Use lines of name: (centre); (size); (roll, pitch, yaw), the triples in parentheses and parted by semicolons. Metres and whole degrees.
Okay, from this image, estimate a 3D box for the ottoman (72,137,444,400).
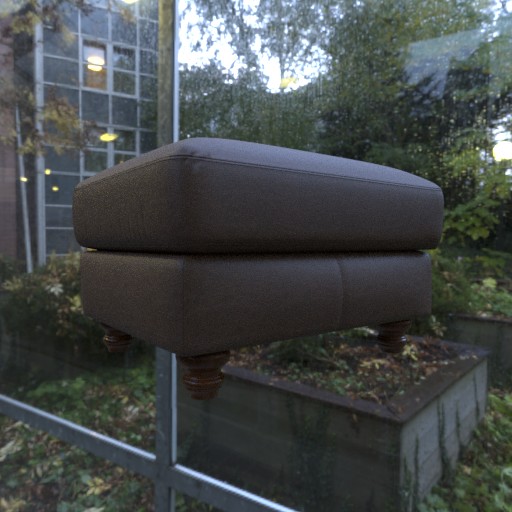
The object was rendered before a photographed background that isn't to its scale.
ottoman: (0.000, 0.000, 1.168); (0.787, 0.508, 0.635); (-1, 2, -37)
